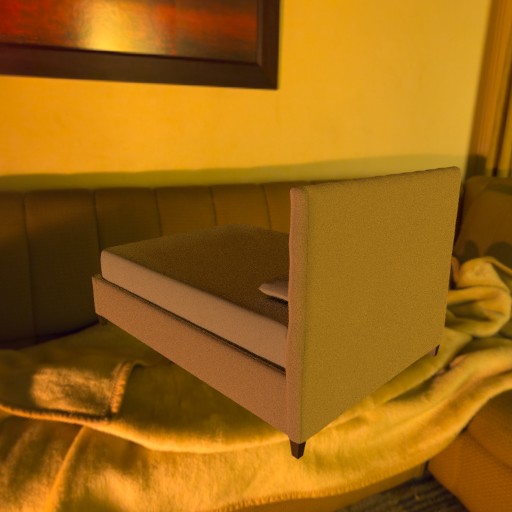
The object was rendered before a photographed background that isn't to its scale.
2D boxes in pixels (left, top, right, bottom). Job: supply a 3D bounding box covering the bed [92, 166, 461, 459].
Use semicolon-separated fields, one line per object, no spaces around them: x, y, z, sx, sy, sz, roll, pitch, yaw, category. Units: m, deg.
0.000;0.000;3.488;1.698;1.427;2.387;-15;22;-42;bed
